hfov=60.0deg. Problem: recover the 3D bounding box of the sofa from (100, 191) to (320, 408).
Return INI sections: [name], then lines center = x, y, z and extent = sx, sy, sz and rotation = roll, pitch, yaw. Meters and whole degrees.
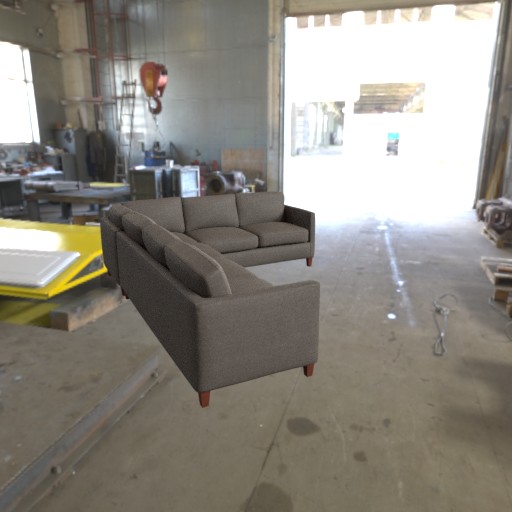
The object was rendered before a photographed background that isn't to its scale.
[sofa]
center = 0.000, 0.000, 4.612
extent = 2.593, 0.947, 3.302
rotation = -8, 17, -27
